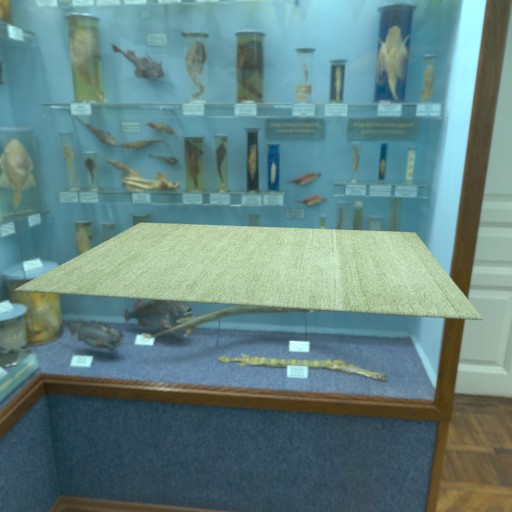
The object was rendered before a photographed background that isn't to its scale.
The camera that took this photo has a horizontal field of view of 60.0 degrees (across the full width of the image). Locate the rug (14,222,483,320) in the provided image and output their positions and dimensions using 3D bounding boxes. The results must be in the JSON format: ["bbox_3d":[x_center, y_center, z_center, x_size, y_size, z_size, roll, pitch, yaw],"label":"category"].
[{"bbox_3d":[0.000,0.000,2.866,2.270,0.017,1.606,3,17,9],"label":"rug"}]
